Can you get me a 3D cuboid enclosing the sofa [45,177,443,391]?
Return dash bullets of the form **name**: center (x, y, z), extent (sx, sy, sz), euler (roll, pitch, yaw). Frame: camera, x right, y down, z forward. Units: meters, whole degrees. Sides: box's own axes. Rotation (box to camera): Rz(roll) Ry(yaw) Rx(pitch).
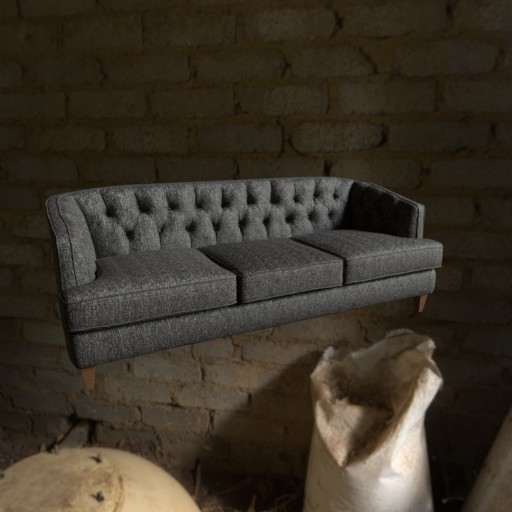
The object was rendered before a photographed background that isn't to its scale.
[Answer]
- **sofa**: center (0.000, 0.000, 2.723), extent (2.278, 0.855, 0.941), euler (-7, 17, -26)
